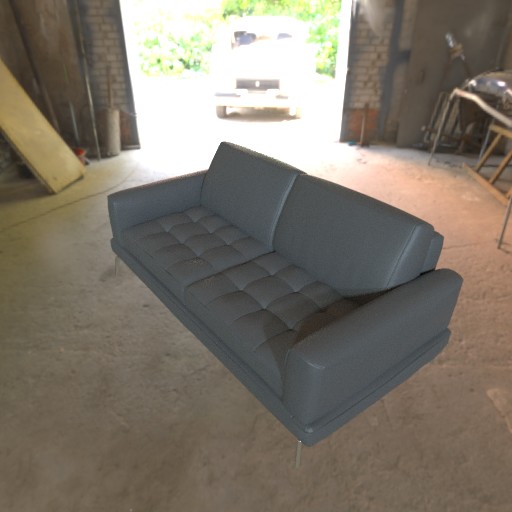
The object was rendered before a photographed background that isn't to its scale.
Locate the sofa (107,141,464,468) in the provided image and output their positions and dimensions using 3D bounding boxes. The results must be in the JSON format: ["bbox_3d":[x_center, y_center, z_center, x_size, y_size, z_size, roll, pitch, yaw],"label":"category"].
[{"bbox_3d":[0.000,0.000,2.747,1.121,0.930,2.177,-22,38,-32],"label":"sofa"}]
